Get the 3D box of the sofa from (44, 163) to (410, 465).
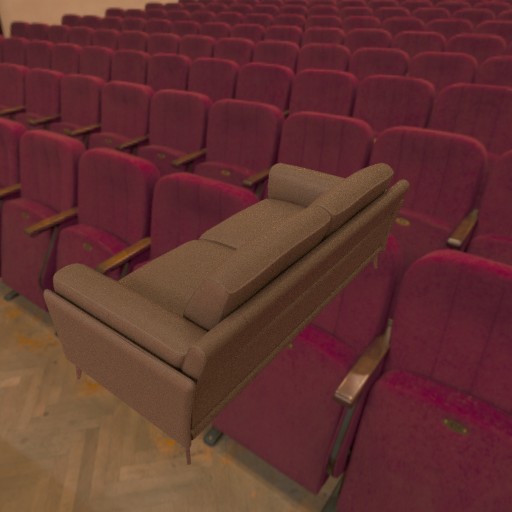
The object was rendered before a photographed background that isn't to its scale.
[{"bbox_3d":[0.000,0.000,2.648,1.049,0.930,2.101,22,38,31],"label":"sofa"}]
